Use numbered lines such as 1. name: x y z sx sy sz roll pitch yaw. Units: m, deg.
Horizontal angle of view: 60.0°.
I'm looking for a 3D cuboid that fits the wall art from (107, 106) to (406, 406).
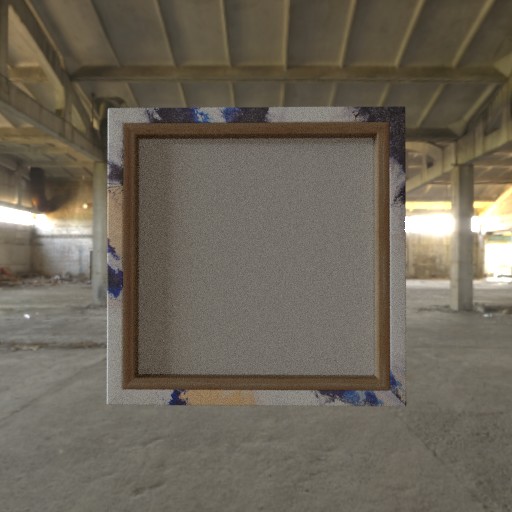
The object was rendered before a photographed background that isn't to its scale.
1. wall art: 0.000 0.000 0.920 0.609 0.609 0.039 0 -1 1
